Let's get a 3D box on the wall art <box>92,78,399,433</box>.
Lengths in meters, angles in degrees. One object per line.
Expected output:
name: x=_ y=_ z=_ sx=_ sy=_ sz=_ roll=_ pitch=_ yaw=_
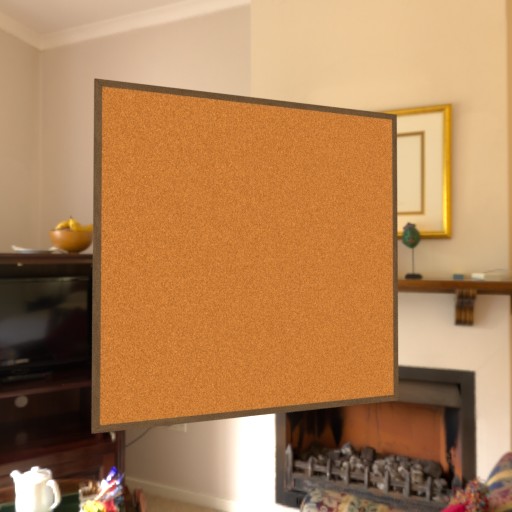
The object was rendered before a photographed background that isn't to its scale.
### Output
wall art: x=0.000 y=0.000 z=0.440 sx=0.303 sy=0.302 sz=0.038 roll=0 pitch=-1 yaw=-18
